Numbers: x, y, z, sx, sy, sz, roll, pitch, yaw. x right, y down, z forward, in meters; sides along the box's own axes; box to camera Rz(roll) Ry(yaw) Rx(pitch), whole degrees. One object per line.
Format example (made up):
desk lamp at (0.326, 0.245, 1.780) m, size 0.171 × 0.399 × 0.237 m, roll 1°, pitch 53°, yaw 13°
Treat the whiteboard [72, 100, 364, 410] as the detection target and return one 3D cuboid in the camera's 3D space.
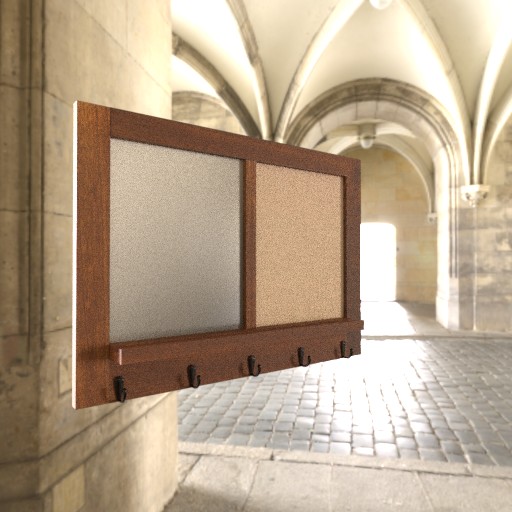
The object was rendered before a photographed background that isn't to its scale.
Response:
whiteboard at (0.000, 0.000, 1.019) m, size 0.783 × 0.559 × 0.083 m, roll 1°, pitch -1°, yaw -37°
